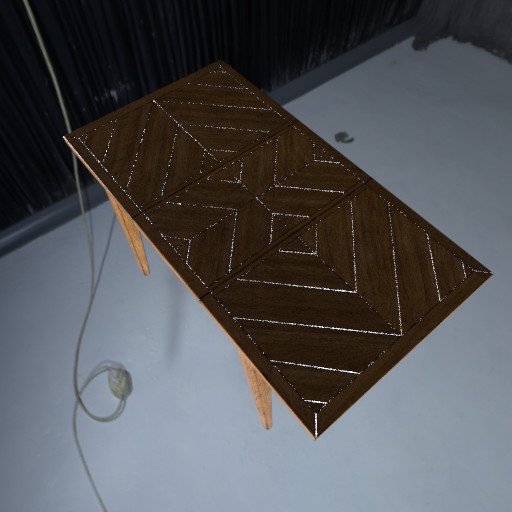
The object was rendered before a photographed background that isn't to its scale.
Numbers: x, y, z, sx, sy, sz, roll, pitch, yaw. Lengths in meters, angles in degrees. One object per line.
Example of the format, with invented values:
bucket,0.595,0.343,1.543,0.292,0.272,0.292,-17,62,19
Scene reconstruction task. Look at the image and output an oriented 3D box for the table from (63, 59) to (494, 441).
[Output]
table,0.000,0.000,1.852,0.757,0.760,1.400,-35,64,-20
